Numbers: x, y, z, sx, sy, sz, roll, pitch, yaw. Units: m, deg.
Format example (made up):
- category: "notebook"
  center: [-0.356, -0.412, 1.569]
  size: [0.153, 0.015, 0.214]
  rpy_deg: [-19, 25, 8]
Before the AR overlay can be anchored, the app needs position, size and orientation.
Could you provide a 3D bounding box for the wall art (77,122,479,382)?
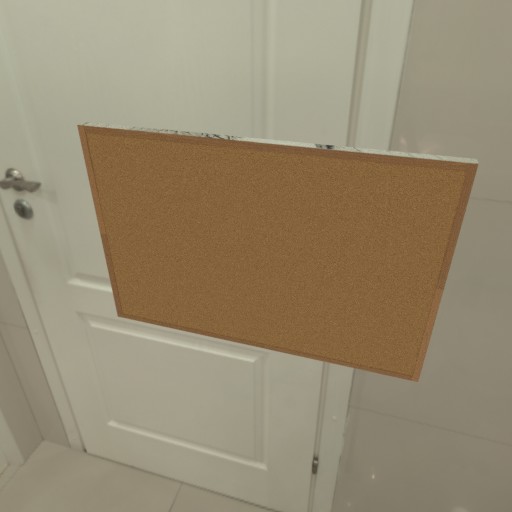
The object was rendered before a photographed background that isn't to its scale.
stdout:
- category: "wall art"
  center: [0.000, 0.000, 1.432]
  size: [1.141, 0.758, 0.035]
  rpy_deg: [9, 33, 15]
